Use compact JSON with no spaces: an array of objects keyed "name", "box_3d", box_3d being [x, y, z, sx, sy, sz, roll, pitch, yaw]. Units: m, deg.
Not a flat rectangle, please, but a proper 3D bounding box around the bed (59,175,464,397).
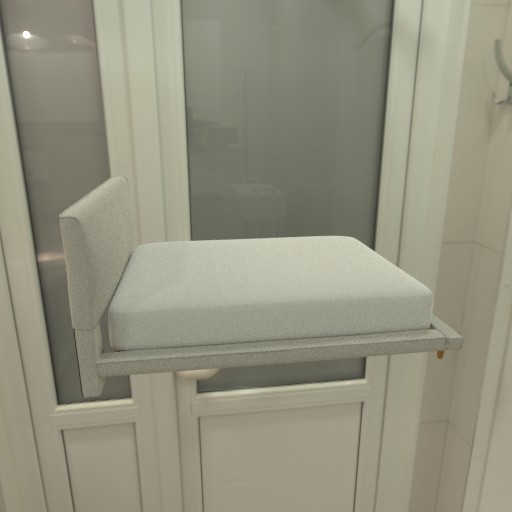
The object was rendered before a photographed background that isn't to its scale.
[{"name":"bed","box_3d":[0.000,0.000,3.379,2.368,1.067,1.840,-2,17,-8]}]
